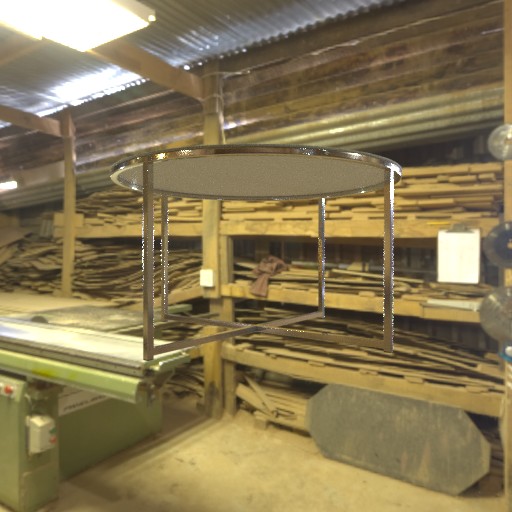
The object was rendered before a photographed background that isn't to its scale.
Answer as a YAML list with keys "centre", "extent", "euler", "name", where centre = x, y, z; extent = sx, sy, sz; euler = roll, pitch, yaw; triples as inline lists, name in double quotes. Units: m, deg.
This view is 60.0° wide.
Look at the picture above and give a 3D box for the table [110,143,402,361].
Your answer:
- centre: [0.000, 0.000, 1.278]
  extent: [0.800, 0.450, 0.800]
  euler: [0, 0, 0]
  name: "table"
